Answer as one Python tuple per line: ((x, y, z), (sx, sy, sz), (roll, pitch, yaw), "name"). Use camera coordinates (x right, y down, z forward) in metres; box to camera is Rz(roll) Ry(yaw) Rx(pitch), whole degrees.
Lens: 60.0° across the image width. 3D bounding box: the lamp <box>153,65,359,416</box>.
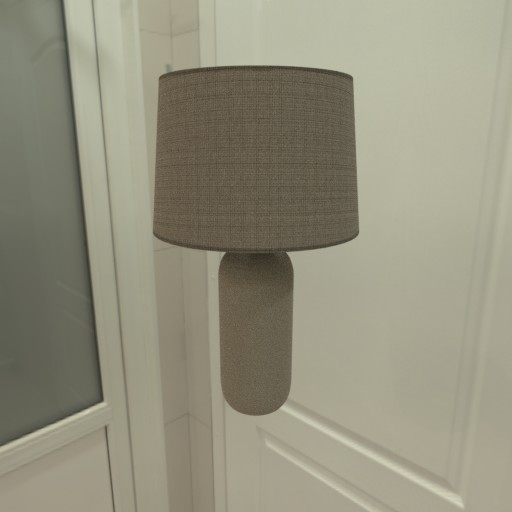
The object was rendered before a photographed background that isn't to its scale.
((0.000, 0.000, 0.821), (0.367, 0.609, 0.367), (0, 15, 0), "lamp")
